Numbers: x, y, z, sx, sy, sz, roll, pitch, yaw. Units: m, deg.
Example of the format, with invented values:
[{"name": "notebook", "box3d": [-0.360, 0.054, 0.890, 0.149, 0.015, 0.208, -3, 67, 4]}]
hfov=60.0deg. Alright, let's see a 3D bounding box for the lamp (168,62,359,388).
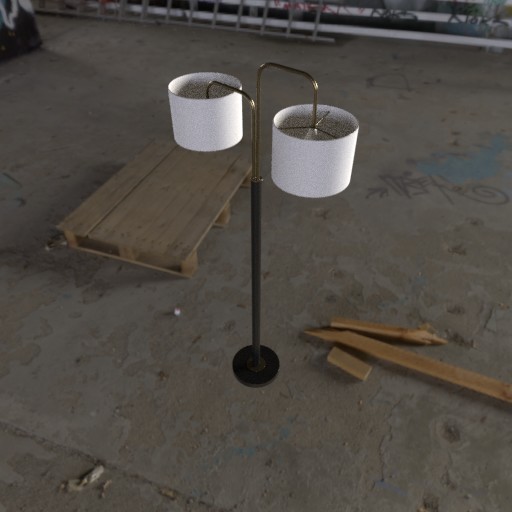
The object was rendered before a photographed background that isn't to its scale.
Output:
[{"name": "lamp", "box3d": [0.000, 0.000, 1.859, 0.711, 1.587, 0.254, 28, 49, 29]}]
